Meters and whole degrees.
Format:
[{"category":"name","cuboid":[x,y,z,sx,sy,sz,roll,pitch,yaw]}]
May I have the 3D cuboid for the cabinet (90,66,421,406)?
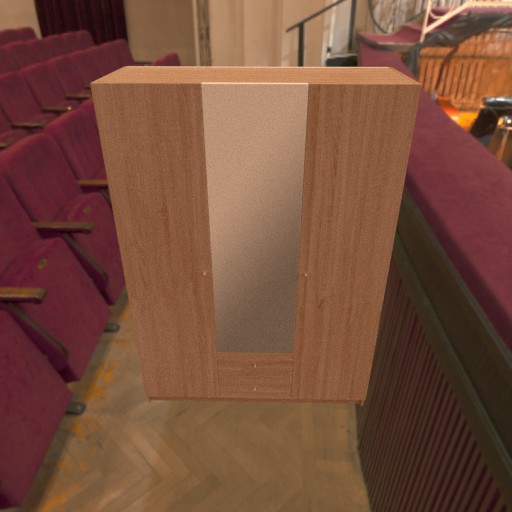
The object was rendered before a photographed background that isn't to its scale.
[{"category":"cabinet","cuboid":[0.000,0.000,2.771,1.500,2.120,0.590,1,30,1]}]
